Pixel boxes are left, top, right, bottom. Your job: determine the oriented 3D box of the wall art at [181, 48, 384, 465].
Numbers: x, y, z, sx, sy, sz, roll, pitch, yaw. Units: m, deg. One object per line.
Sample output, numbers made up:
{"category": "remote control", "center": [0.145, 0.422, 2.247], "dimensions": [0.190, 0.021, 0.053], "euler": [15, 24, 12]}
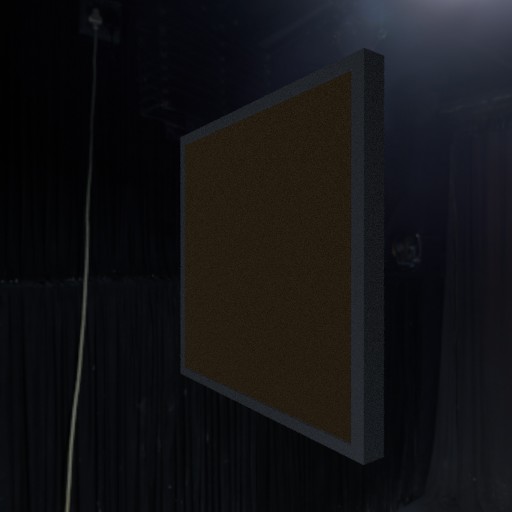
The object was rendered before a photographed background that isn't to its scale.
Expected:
{"category": "wall art", "center": [0.000, 0.000, 0.755], "dimensions": [0.038, 0.506, 0.506], "euler": [0, 0, -35]}
